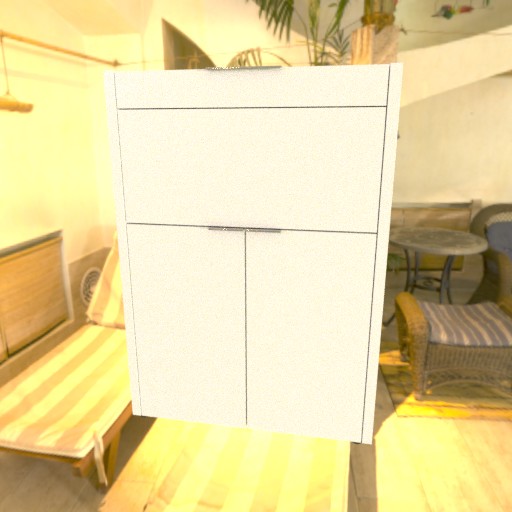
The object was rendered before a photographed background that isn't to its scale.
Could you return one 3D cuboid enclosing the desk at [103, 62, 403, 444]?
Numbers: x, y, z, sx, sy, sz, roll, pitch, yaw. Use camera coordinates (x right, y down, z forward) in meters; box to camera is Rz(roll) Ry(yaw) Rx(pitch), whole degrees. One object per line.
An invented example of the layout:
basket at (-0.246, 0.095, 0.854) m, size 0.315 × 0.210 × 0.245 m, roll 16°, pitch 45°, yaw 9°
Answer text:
desk at (0.000, 0.000, 1.562) m, size 0.850 × 1.190 × 0.390 m, roll 3°, pitch 16°, yaw 10°
